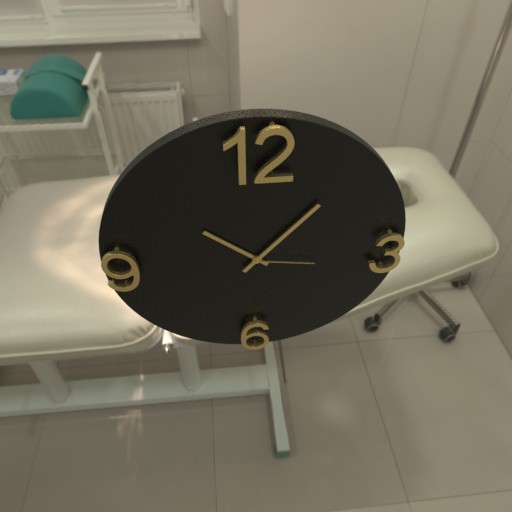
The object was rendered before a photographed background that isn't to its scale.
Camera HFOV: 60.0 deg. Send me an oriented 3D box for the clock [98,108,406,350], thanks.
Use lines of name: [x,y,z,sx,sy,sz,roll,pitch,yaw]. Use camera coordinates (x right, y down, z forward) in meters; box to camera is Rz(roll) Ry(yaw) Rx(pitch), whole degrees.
clock: [0.000,0.000,0.672,0.454,0.454,0.038,-4,45,-4]
